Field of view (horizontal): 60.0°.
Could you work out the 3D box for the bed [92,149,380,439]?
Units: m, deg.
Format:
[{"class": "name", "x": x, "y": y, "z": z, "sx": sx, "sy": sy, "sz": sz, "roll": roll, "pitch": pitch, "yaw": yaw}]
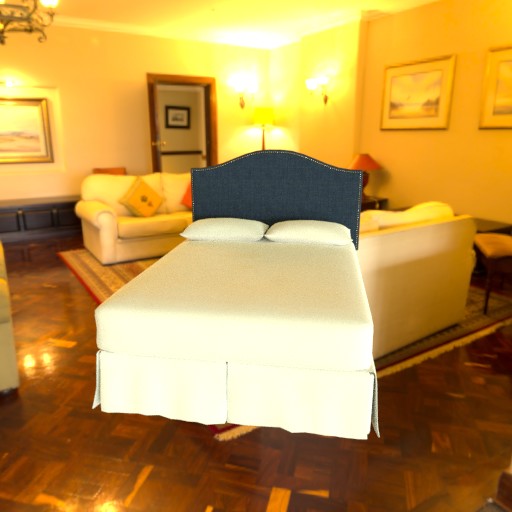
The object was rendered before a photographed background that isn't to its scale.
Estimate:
[{"class": "bed", "x": 0.000, "y": 0.000, "z": 3.377, "sx": 1.713, "sy": 1.518, "sz": 2.153, "roll": 2, "pitch": 15, "yaw": 9}]
